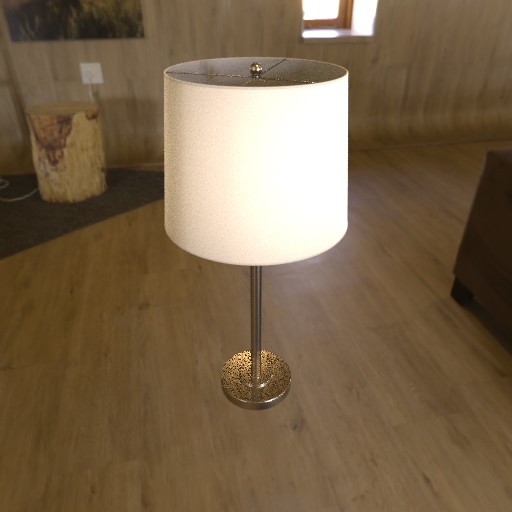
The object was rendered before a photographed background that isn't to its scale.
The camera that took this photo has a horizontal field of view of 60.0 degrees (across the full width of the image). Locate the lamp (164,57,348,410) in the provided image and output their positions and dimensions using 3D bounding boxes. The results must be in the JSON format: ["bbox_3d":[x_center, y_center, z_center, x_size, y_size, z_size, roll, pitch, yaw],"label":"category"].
[{"bbox_3d":[0.000,0.000,0.862,0.333,0.696,0.333,0,31,0],"label":"lamp"}]
